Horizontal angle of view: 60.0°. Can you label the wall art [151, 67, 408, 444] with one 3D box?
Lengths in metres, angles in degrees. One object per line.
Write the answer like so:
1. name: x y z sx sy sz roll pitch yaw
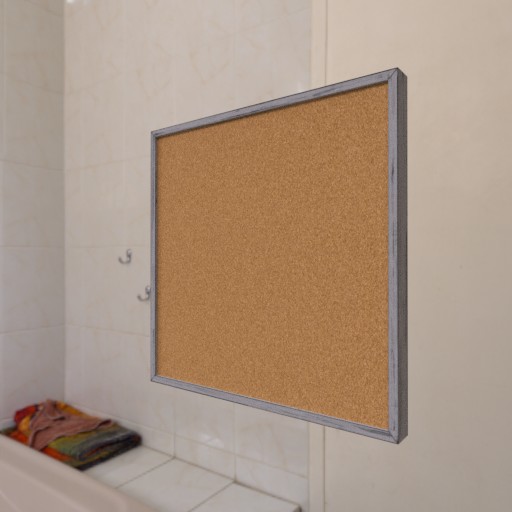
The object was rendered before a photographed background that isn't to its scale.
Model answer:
1. wall art: 0.000 0.000 0.761 0.506 0.506 0.038 0 0 37
